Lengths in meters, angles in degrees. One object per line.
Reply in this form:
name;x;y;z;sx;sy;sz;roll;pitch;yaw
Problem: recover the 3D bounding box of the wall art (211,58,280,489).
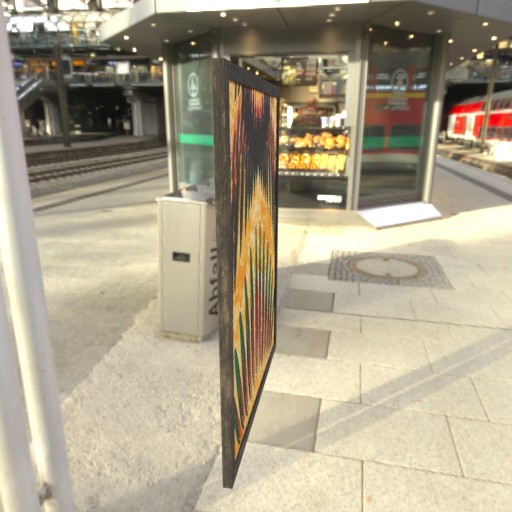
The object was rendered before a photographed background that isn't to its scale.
wall art;0.000;0.000;1.422;0.029;1.066;0.812;3;17;10
